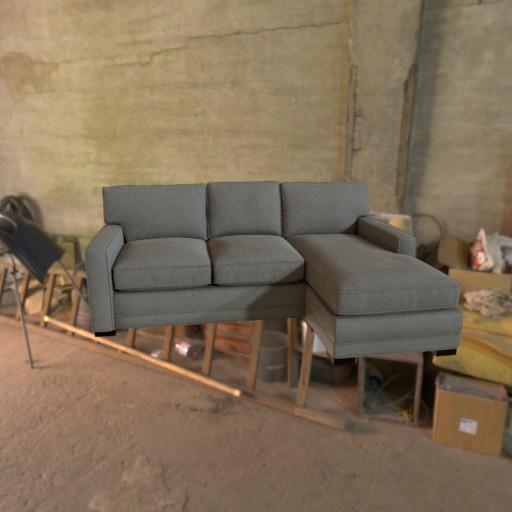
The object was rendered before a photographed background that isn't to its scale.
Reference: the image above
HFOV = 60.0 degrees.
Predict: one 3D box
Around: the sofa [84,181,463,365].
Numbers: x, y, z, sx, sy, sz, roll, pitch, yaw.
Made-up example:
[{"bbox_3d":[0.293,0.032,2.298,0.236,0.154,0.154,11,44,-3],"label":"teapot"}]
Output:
[{"bbox_3d":[0.000,0.000,2.922,2.087,0.861,1.496,-3,16,-9],"label":"sofa"}]
